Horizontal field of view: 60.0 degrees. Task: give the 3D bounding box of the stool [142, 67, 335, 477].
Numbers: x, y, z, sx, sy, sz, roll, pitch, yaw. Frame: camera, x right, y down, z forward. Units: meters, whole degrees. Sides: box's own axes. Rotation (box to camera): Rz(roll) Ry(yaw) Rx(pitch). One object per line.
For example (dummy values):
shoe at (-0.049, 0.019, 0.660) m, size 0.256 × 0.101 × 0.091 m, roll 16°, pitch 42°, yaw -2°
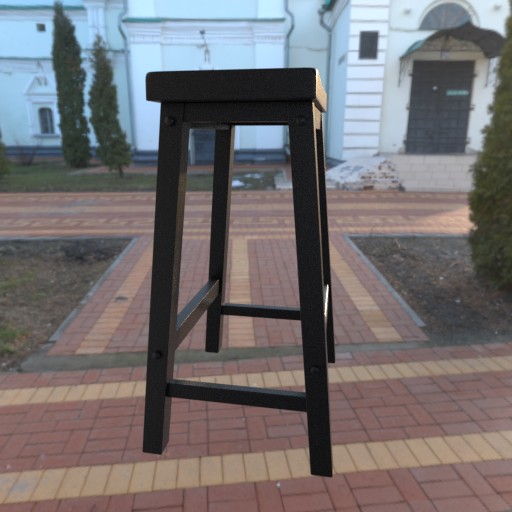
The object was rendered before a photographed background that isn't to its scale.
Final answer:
stool at (0.000, 0.000, 0.845) m, size 0.322 × 0.610 × 0.406 m, roll 3°, pitch 16°, yaw 10°
